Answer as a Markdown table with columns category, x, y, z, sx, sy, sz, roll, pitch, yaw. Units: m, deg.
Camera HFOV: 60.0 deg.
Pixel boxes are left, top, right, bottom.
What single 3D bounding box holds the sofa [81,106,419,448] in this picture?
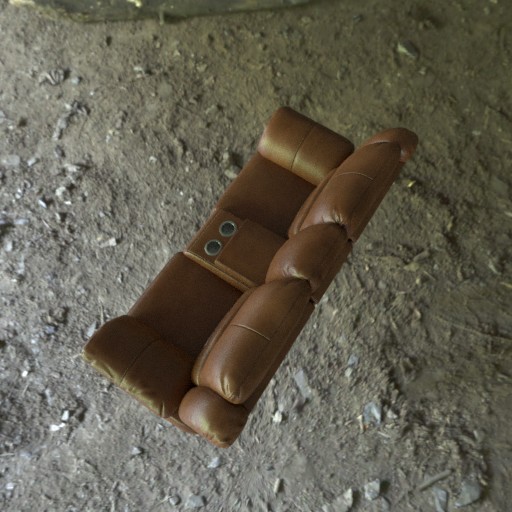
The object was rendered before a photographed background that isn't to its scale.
| category | x | y | z | sx | sy | sz | roll | pitch | yaw |
| --- | --- | --- | --- | --- | --- | --- | --- | --- | --- |
| sofa | 0.000 | 0.000 | 2.649 | 0.991 | 1.043 | 2.058 | 30 | 69 | 13 |
